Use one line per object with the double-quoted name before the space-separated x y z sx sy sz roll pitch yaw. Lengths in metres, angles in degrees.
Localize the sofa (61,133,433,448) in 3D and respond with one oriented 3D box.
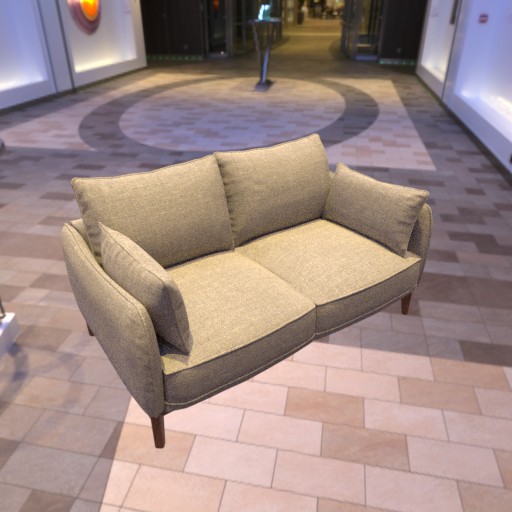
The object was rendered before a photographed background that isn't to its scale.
"sofa" 0.000 0.000 2.146 1.580 0.851 0.972 -19 35 -30
